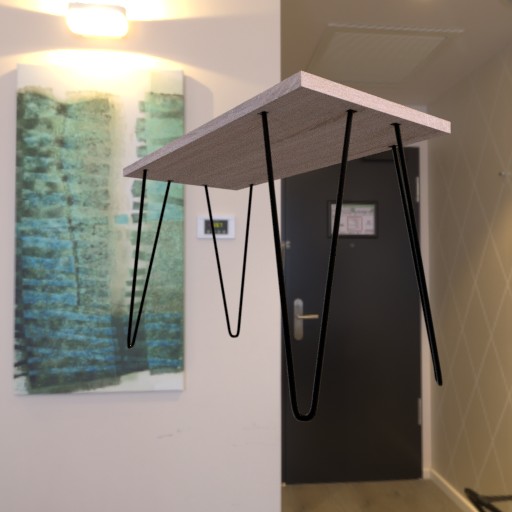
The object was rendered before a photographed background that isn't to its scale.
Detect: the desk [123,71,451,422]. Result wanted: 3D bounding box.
[{"bbox_3d":[0.000,0.000,1.367,0.499,0.660,0.991,1,-2,-35],"label":"desk"}]
